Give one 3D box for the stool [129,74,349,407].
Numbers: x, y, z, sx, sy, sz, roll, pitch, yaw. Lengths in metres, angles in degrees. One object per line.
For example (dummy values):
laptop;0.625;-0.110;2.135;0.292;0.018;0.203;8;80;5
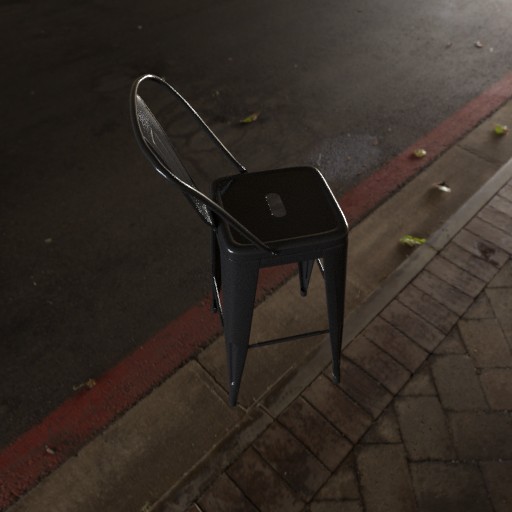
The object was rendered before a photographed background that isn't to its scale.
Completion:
stool;0.000;0.000;1.312;0.528;1.022;0.432;-10;48;-9
